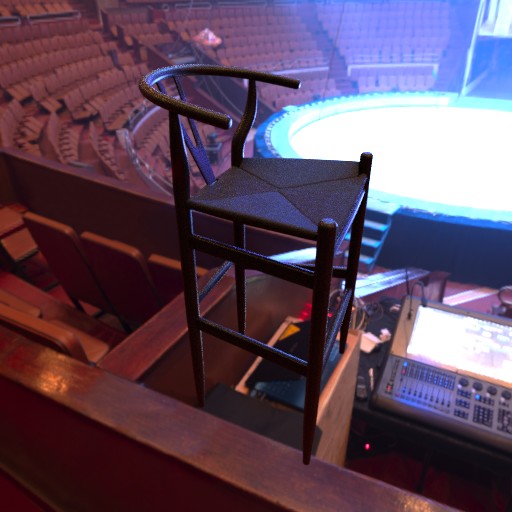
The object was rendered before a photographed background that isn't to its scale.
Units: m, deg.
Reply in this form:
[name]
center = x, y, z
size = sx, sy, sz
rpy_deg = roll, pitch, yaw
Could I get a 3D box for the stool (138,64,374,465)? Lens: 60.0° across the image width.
[stool]
center = 0.000, 0.000, 1.393
size = 0.579, 1.072, 0.569
rpy_deg = 11, 32, 18
